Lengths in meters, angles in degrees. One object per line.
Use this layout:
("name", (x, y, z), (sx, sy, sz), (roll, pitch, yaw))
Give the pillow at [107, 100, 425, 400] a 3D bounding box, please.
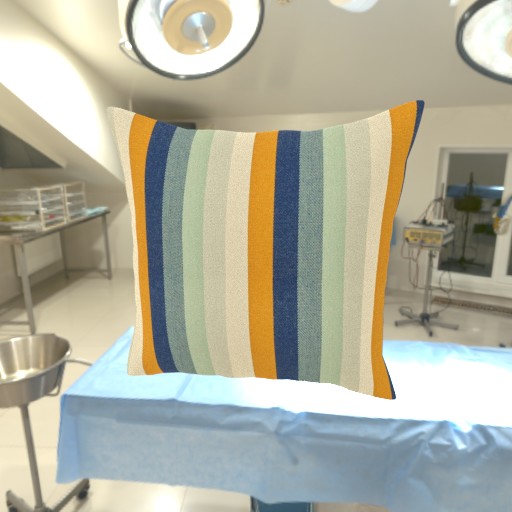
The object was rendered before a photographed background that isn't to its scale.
("pillow", (0.000, 0.000, 0.694), (0.463, 0.454, 0.173), (2, 14, 10))
